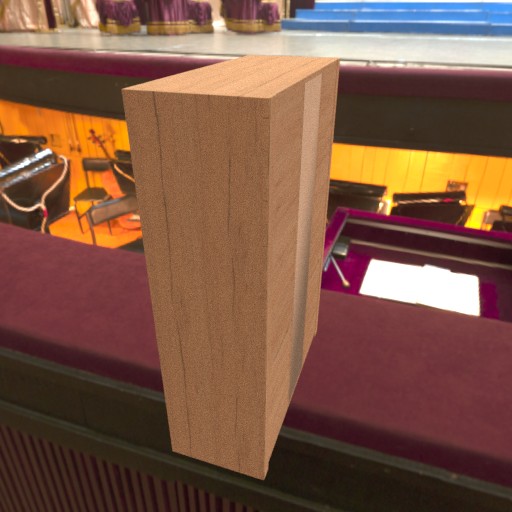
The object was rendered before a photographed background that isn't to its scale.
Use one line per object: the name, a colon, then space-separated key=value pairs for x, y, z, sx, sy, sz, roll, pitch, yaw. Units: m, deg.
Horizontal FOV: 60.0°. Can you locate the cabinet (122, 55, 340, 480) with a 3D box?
cabinet: x=0.000 y=0.000 z=2.656 sx=0.580 sy=2.070 sz=1.400 roll=10 pitch=31 yaw=17
